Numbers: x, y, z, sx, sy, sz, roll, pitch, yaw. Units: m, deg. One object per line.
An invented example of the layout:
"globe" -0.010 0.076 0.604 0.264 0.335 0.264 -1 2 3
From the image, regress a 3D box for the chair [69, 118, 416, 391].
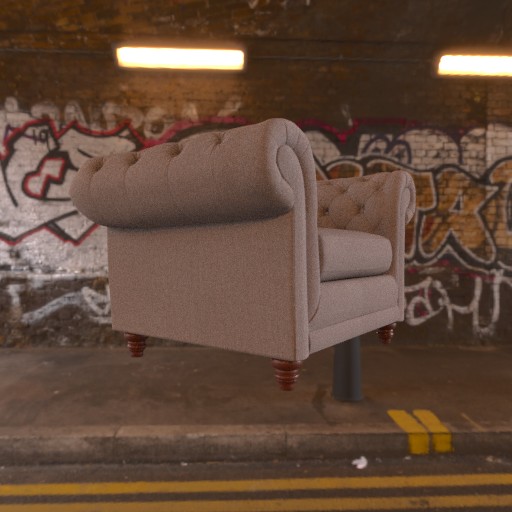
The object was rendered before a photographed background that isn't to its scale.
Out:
"chair" 0.000 0.000 1.874 0.976 0.770 1.270 1 1 36
